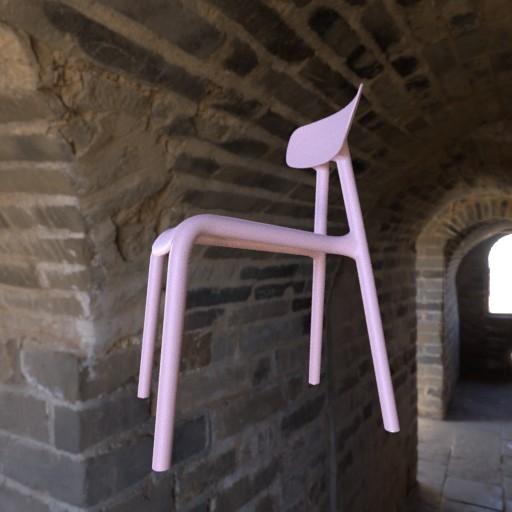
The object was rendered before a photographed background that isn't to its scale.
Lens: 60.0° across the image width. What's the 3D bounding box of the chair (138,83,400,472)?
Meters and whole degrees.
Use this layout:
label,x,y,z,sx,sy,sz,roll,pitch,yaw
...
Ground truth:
label,x,y,z,sx,sy,sz,roll,pitch,yaw
chair,0.000,0.000,0.817,0.401,0.580,0.356,0,-1,-18
